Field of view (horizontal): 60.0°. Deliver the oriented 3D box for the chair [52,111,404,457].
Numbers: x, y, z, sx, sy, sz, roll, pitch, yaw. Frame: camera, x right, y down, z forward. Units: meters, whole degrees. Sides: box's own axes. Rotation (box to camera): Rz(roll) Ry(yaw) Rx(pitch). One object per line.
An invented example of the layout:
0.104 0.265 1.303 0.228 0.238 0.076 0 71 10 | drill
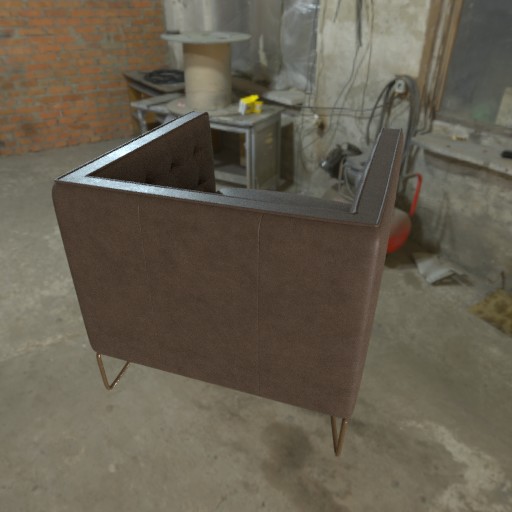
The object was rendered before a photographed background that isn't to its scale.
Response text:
0.000 0.000 1.588 0.880 0.790 0.894 10 32 16 | chair
